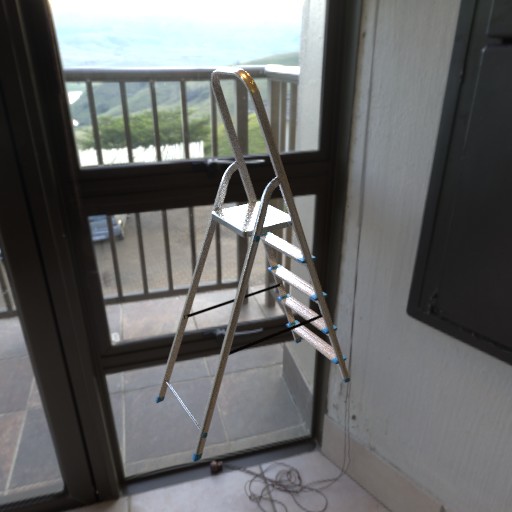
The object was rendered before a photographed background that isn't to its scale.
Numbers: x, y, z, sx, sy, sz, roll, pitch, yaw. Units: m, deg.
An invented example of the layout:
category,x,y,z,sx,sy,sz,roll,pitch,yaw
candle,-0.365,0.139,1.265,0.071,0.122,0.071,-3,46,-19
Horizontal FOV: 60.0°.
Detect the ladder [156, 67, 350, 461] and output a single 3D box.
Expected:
category,x,y,z,sx,sy,sz,roll,pitch,yaw
ladder,0.000,0.000,2.100,0.990,1.648,0.468,-16,30,-30
